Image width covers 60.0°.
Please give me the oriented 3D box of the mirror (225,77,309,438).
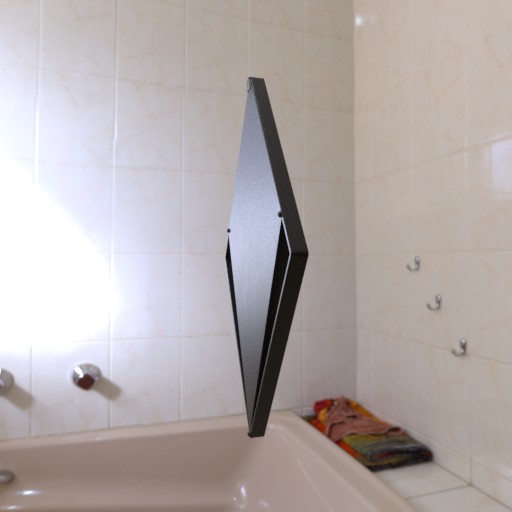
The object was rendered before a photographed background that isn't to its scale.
[{"bbox_3d":[0.000,0.000,0.836,0.032,0.679,0.419,0,-1,-17],"label":"mirror"}]
